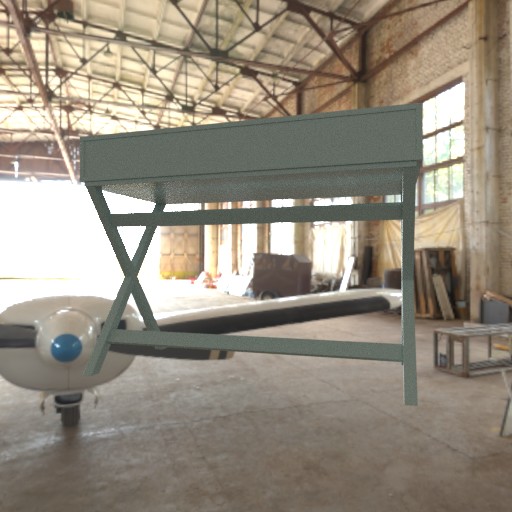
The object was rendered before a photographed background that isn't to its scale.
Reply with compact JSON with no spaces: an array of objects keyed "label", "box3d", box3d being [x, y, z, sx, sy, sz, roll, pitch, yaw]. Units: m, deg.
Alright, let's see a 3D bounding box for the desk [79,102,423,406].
[{"label":"desk","box3d":[0.000,0.000,1.534,1.059,0.780,0.509,0,-1,18]}]
